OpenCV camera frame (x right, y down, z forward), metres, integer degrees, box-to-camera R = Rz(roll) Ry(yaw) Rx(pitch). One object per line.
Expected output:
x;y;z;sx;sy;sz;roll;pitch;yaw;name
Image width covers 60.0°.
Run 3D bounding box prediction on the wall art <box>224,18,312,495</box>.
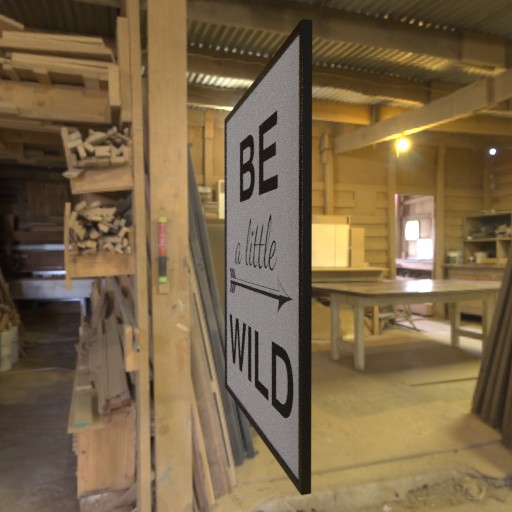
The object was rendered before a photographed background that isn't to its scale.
0.000;0.000;0.755;0.013;0.582;0.442;0;1;-16;wall art
